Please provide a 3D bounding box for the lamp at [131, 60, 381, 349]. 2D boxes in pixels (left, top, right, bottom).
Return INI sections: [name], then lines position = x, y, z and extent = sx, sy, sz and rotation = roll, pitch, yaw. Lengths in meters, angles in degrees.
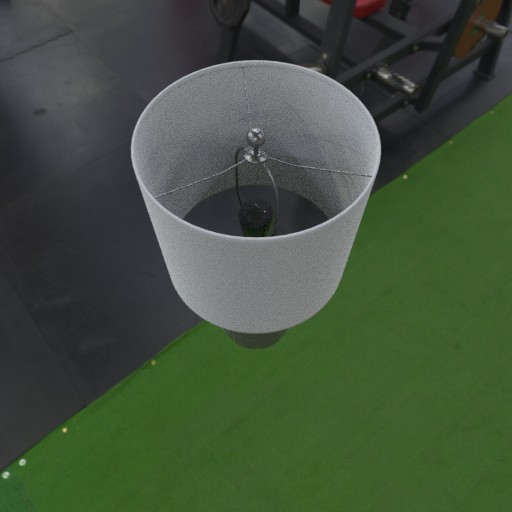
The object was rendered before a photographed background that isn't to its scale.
[lamp]
position = 0.000, 0.000, 0.523
extent = 0.203, 0.389, 0.203
rotation = -33, 64, -19
